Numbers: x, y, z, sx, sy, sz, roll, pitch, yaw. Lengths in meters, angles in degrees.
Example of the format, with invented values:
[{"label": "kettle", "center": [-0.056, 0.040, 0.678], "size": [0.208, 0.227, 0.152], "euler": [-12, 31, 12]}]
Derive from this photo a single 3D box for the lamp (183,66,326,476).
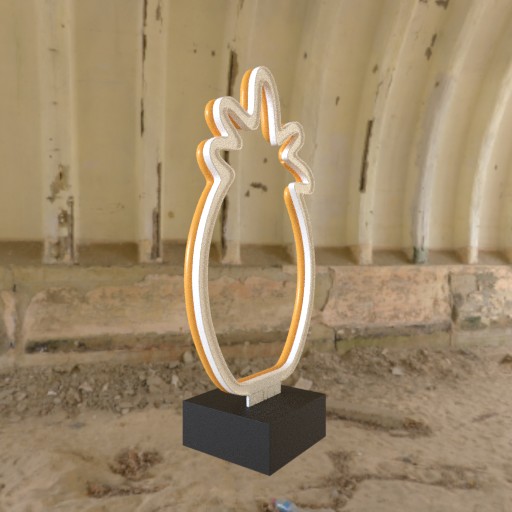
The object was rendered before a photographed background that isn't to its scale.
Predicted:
[{"label": "lamp", "center": [0.000, 0.000, 0.380], "size": [0.088, 0.317, 0.167], "euler": [0, 0, 36]}]
